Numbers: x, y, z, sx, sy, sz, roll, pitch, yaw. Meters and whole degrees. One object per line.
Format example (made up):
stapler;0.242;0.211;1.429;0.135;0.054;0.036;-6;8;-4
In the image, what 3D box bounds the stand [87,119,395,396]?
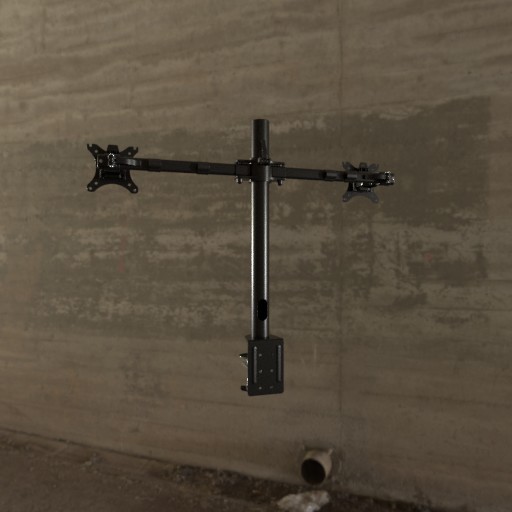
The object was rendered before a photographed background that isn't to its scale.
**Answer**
stand;0.000;0.000;1.024;0.743;0.603;0.150;0;0;-17
